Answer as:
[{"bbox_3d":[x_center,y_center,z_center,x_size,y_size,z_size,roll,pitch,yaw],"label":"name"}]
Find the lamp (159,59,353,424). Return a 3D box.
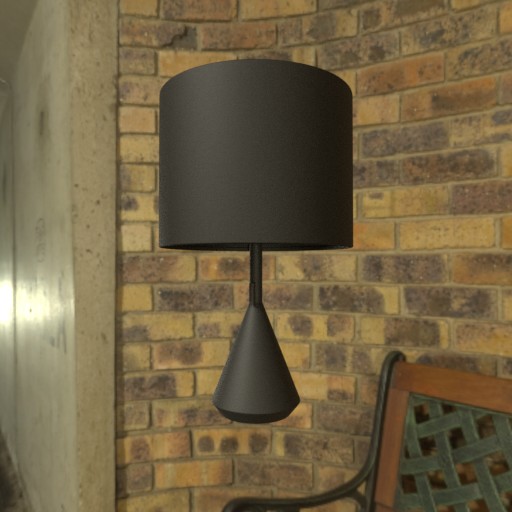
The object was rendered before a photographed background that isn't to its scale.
[{"bbox_3d":[0.000,0.000,0.836,0.359,0.584,0.359,0,-1,18],"label":"lamp"}]
